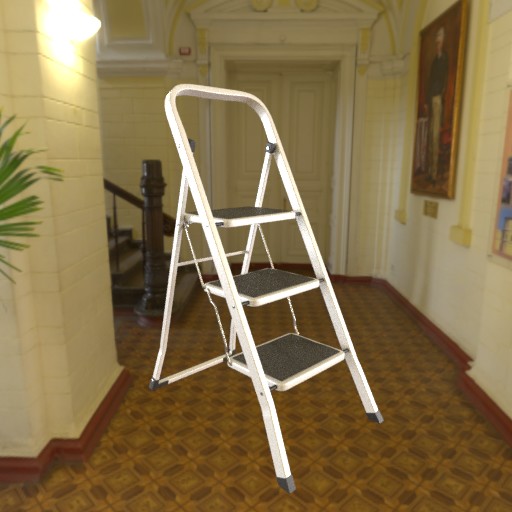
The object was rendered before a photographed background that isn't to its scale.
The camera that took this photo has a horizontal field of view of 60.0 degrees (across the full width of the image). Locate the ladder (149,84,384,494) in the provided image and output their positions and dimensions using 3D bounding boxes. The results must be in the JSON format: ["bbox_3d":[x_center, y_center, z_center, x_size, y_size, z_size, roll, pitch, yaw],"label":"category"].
[{"bbox_3d":[0.000,0.000,1.411,0.460,1.050,0.711,-12,17,-43],"label":"ladder"}]
